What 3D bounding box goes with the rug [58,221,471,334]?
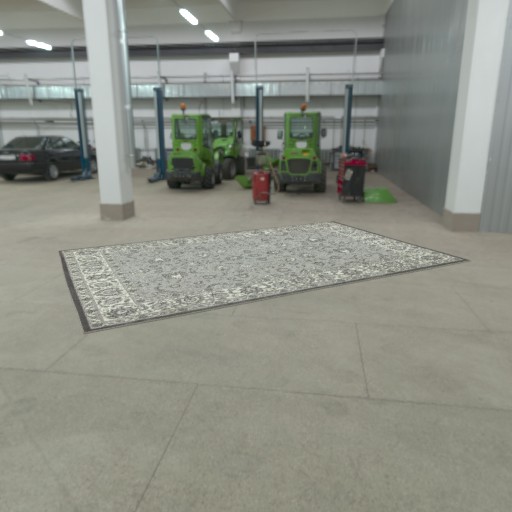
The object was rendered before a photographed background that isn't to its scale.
[{"bbox_3d":[0.000,0.000,3.060,2.438,0.011,1.524,-8,17,-26],"label":"rug"}]
